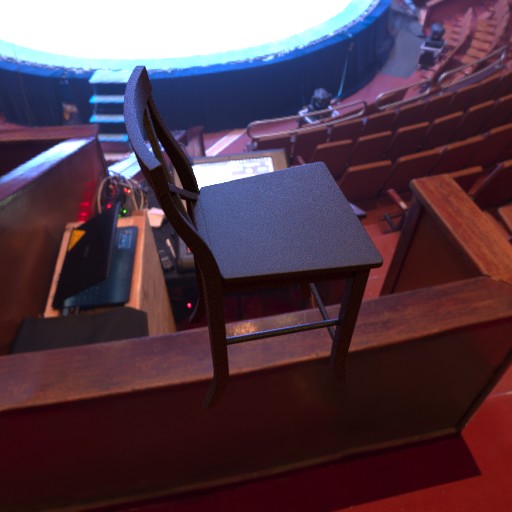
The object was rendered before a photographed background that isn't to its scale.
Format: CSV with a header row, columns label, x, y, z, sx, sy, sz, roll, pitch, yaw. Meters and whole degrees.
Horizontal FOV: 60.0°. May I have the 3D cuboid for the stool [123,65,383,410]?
label,x,y,z,sx,sy,sz,roll,pitch,yaw
stool,0.000,0.000,1.304,0.559,0.989,0.452,-10,47,-9
